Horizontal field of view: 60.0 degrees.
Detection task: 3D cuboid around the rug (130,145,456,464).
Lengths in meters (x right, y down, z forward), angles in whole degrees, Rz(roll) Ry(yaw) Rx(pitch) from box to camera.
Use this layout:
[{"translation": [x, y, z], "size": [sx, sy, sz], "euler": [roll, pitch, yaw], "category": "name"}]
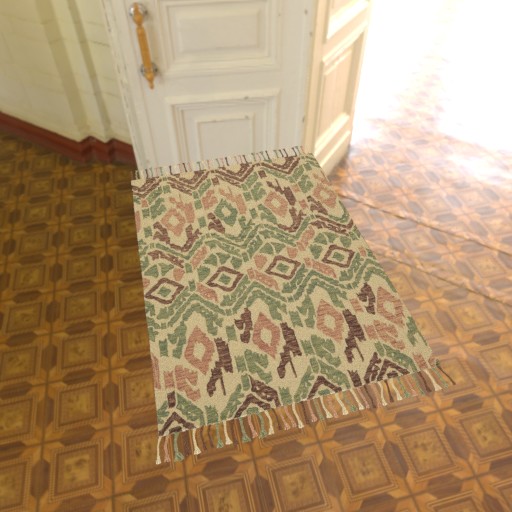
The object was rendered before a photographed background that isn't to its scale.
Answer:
[{"translation": [0.000, 0.000, 2.304], "size": [1.219, 0.010, 1.829], "euler": [-11, 48, -10], "category": "rug"}]
